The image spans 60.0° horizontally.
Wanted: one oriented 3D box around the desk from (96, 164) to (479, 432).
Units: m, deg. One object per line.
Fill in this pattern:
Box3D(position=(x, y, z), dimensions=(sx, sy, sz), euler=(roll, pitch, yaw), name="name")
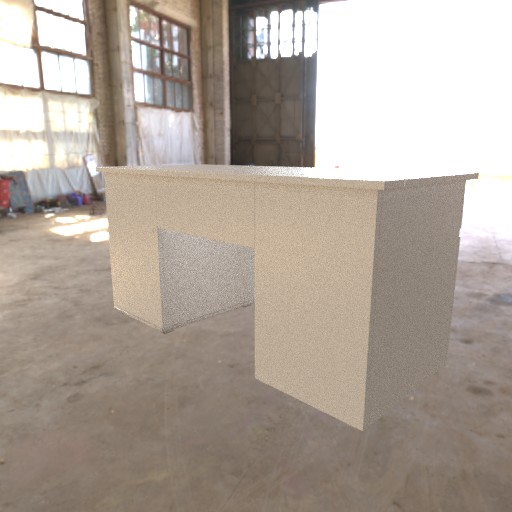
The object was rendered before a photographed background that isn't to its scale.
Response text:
Box3D(position=(0.000, 0.000, 1.977), dimensions=(1.580, 0.760, 0.670), euler=(13, 18, 43), name="desk")
